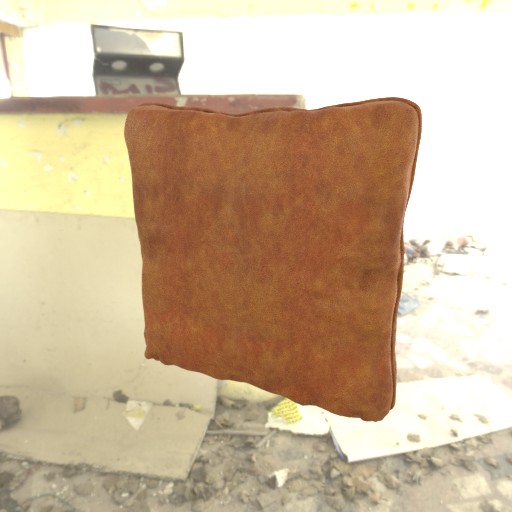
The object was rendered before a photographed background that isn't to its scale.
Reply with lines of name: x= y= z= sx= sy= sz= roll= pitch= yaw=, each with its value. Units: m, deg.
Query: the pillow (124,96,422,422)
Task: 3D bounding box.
pillow: x=0.000 y=0.000 z=0.737 sx=0.489 sy=0.490 sz=0.130 roll=8 pitch=19 yaw=26
